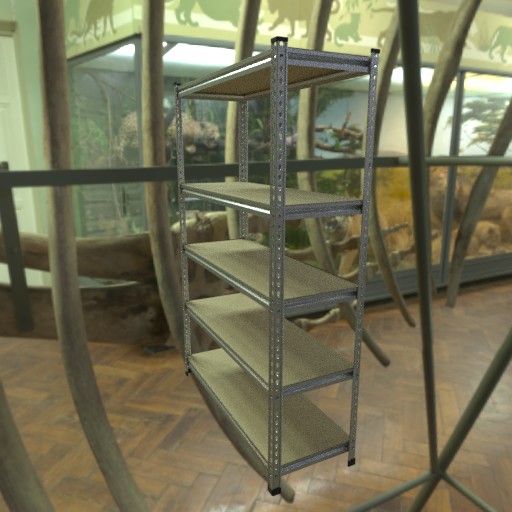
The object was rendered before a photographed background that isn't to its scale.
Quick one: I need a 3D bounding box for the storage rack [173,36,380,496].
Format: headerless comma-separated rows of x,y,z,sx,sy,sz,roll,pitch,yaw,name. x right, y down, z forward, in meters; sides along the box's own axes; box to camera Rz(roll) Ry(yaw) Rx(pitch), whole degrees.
0.000,0.000,2.329,0.457,1.829,1.219,-7,15,-26,storage rack
